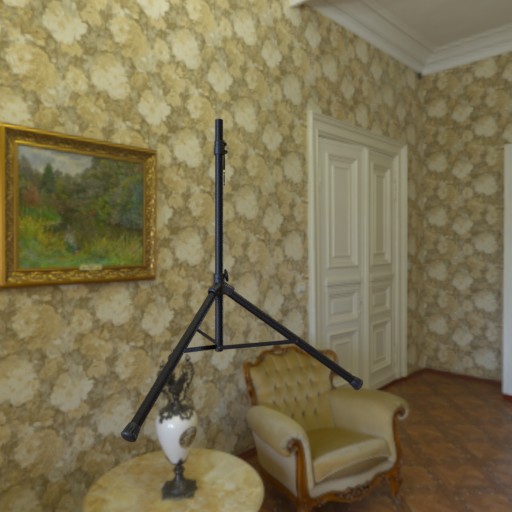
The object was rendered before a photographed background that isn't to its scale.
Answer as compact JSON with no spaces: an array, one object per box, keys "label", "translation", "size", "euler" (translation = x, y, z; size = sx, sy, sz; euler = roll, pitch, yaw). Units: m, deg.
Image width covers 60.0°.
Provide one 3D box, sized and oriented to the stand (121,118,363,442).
[{"label":"stand","translation":[0.000,0.000,1.859],"size":[0.907,1.136,1.045],"euler":[0,0,-2]}]
